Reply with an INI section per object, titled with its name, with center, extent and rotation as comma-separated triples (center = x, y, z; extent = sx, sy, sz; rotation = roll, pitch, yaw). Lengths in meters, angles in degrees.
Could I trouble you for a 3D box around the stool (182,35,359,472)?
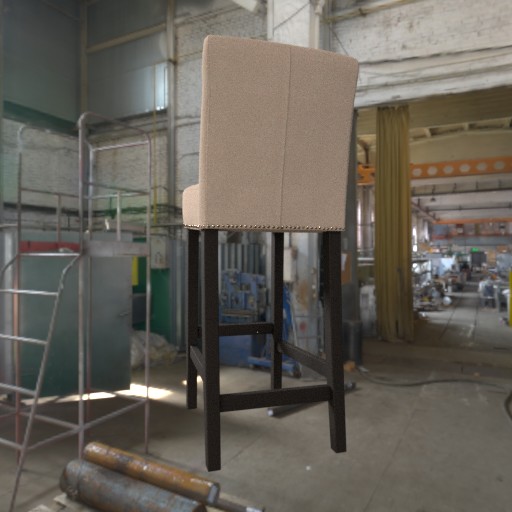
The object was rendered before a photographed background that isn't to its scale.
[stool]
center = 0.000, 0.000, 1.327
extent = 0.411, 1.047, 0.548
rotation = 0, 0, -18
